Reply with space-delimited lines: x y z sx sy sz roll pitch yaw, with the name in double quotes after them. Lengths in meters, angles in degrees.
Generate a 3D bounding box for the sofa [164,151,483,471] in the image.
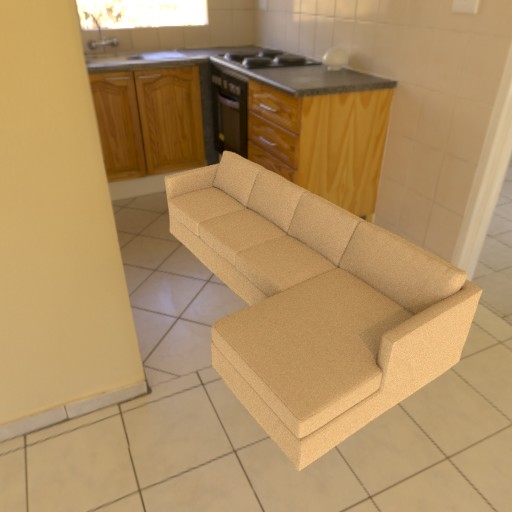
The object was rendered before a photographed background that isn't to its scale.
0.000 0.000 3.878 1.622 0.867 3.177 -20 37 -29 "sofa"
